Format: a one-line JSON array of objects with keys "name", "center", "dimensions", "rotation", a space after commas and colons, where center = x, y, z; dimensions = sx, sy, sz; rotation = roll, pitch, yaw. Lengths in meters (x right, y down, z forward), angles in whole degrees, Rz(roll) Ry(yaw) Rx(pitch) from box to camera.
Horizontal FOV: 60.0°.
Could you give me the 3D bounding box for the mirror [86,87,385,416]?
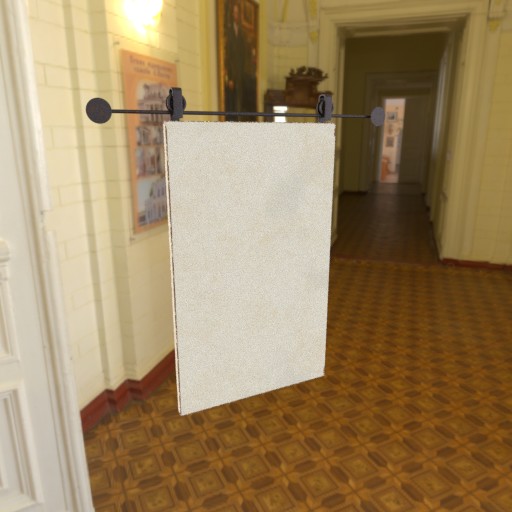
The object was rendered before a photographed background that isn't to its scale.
[{"name": "mirror", "center": [0.000, 0.000, 1.207], "dimensions": [0.808, 0.844, 0.037], "rotation": [-8, 17, -25]}]
